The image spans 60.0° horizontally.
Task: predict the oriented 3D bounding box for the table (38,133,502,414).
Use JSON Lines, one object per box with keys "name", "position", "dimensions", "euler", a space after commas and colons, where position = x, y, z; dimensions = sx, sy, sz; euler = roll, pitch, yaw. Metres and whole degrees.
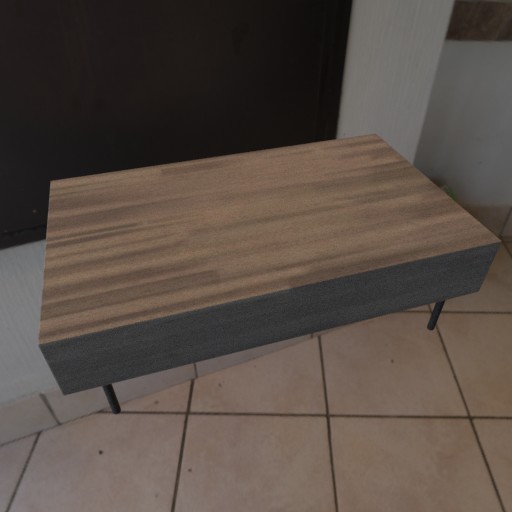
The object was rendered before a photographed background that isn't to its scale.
{"name": "table", "position": [0.000, 0.000, 1.328], "dimensions": [1.088, 0.347, 0.643], "euler": [-11, 42, -13]}
